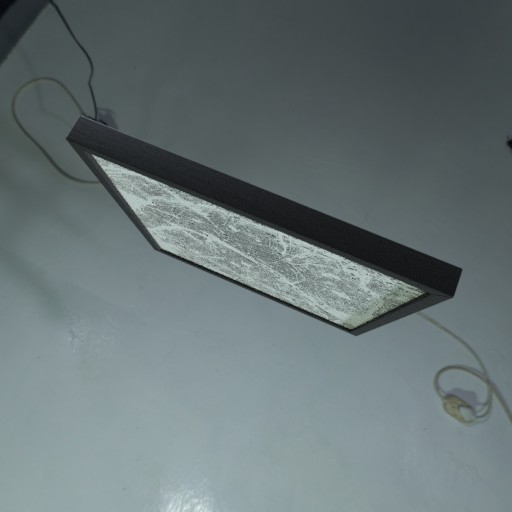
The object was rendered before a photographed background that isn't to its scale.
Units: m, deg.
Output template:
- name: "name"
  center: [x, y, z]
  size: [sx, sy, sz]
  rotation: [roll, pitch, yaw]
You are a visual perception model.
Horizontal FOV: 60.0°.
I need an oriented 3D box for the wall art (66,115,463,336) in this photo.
- name: "wall art"
  center: [0.000, 0.000, 0.780]
  size: [0.508, 0.508, 0.037]
  rotation: [23, 76, 6]
